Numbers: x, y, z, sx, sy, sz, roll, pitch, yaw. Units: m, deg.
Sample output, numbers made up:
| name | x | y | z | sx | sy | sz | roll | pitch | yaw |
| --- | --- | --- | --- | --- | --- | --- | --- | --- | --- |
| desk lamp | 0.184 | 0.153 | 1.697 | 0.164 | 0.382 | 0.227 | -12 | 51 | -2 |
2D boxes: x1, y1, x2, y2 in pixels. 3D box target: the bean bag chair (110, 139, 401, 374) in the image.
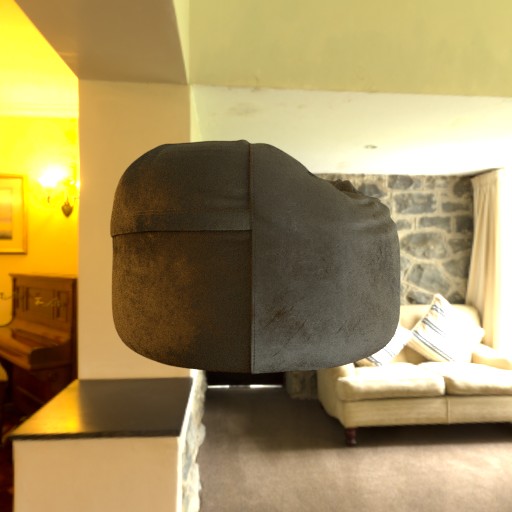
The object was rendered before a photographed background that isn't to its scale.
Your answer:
| name | x | y | z | sx | sy | sz | roll | pitch | yaw |
| --- | --- | --- | --- | --- | --- | --- | --- | --- | --- |
| bean bag chair | 0.000 | 0.000 | 1.475 | 0.918 | 0.605 | 0.918 | 0 | 0 | 0 |
